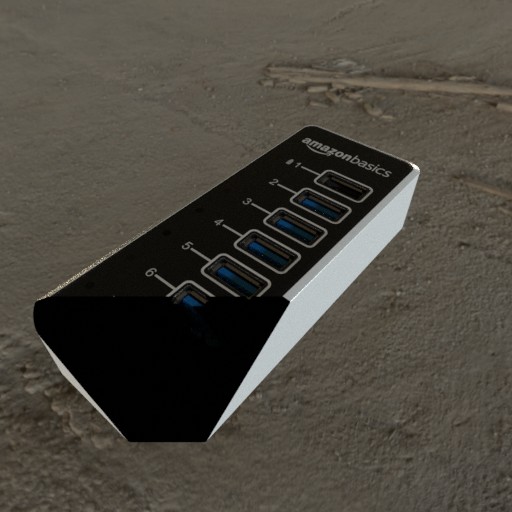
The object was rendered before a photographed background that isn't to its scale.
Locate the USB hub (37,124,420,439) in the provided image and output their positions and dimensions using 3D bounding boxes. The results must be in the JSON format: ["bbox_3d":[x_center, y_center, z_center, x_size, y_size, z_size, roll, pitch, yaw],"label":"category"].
[{"bbox_3d":[0.000,0.000,0.125,0.044,0.023,0.110,31,53,27],"label":"USB hub"}]
